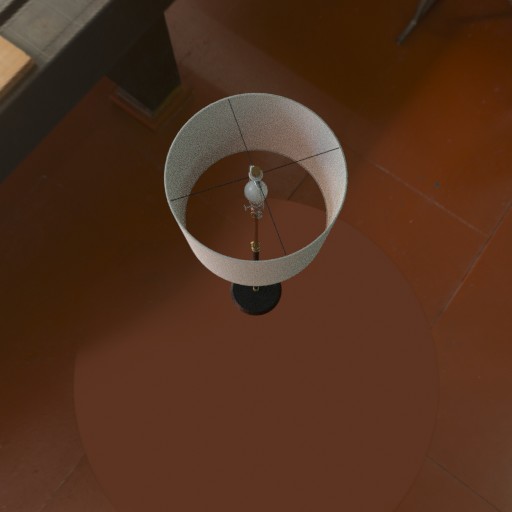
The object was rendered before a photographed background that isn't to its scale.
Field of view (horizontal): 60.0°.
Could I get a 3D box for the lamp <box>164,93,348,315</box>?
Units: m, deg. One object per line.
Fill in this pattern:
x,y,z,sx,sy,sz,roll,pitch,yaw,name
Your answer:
0.000,0.000,1.696,0.404,1.517,0.404,-18,77,-5,lamp
